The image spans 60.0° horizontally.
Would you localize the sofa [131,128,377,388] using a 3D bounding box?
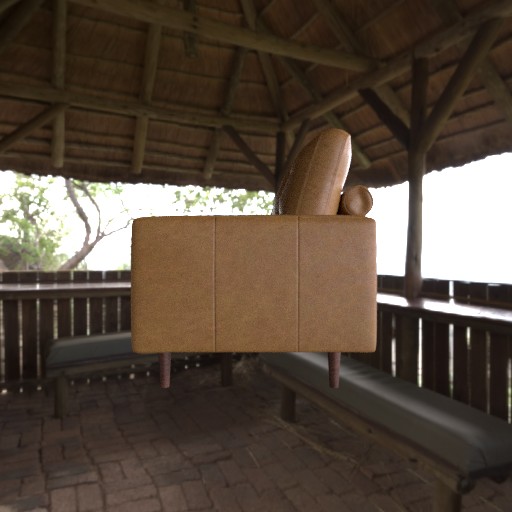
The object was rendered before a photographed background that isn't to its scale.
[{"bbox_3d":[0.000,0.000,2.287,0.850,0.898,1.821,0,1,0],"label":"sofa"}]
